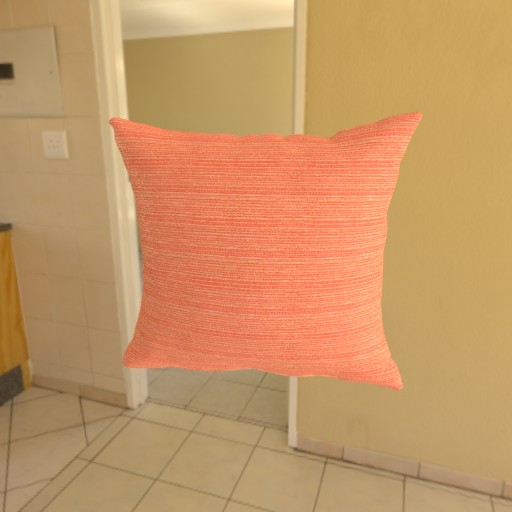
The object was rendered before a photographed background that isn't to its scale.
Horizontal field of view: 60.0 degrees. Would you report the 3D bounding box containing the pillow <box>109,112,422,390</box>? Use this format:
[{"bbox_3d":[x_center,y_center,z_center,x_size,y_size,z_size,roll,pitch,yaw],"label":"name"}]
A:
[{"bbox_3d":[0.000,0.000,0.815,0.559,0.501,0.229,2,16,9],"label":"pillow"}]
